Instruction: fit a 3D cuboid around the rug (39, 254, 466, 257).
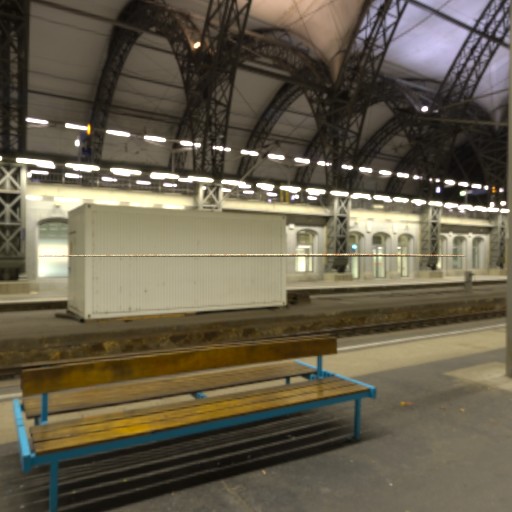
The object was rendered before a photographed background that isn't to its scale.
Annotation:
[{"bbox_3d":[0.000,0.000,4.040,3.050,0.011,2.441,0,0,37],"label":"rug"}]
